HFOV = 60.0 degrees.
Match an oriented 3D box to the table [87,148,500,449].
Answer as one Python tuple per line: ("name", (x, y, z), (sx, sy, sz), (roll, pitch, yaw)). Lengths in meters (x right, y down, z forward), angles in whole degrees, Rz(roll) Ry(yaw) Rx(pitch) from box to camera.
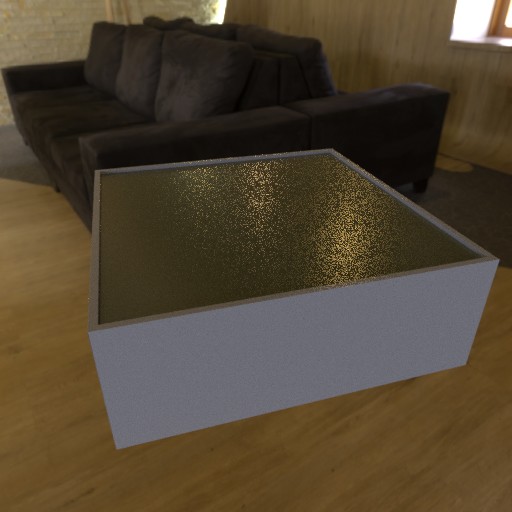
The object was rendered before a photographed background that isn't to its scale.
("table", (0.000, 0.000, 1.214), (0.801, 0.299, 0.801), (-9, 31, -14))
